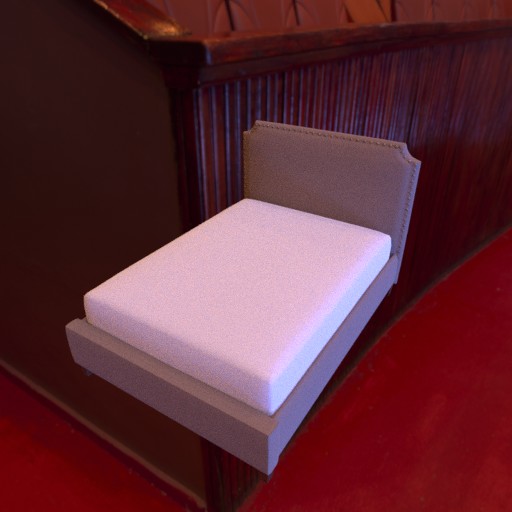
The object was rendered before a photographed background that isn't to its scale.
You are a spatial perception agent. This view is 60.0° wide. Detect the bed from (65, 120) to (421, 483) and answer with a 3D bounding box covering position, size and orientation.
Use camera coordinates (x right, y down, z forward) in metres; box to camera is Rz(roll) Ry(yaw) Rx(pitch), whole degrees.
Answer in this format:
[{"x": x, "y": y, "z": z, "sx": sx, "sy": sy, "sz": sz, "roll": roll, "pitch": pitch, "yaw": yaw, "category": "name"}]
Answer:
[{"x": 0.000, "y": 0.000, "z": 3.443, "sx": 1.713, "sy": 1.443, "sz": 2.372, "roll": 18, "pitch": 35, "yaw": 28, "category": "bed"}]
